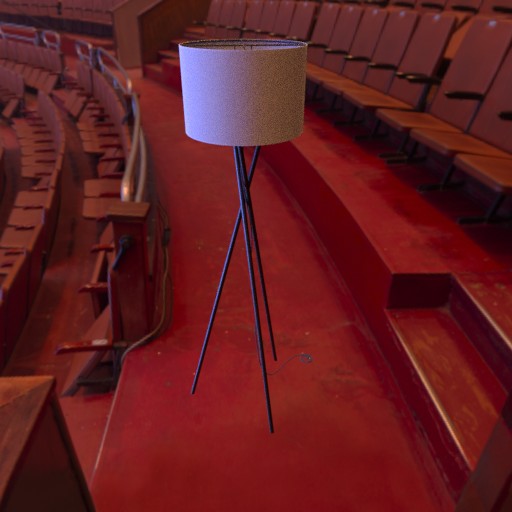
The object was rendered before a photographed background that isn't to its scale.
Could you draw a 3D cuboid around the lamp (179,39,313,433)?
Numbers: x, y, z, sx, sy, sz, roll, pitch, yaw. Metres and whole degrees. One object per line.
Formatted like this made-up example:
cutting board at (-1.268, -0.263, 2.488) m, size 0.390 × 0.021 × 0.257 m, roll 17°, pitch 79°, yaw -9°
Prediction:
lamp at (0.000, 0.000, 1.879) m, size 0.667 × 1.624 × 0.522 m, roll -2°, pitch 30°, yaw -3°
